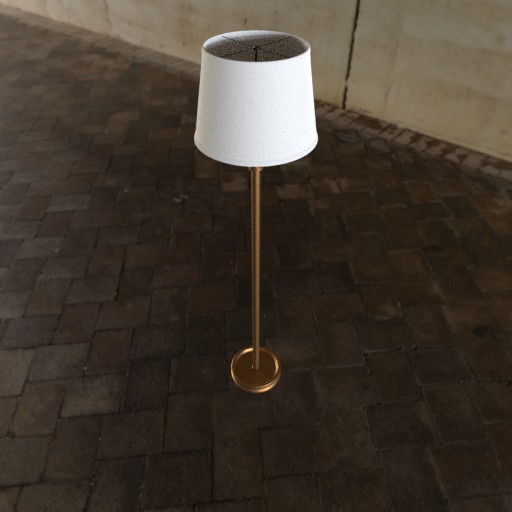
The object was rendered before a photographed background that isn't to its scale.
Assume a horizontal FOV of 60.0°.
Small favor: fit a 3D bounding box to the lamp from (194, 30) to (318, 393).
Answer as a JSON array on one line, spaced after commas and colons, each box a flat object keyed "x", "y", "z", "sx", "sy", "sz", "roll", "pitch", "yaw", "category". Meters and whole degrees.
[{"x": 0.000, "y": 0.000, "z": 0.795, "sx": 0.178, "sy": 0.710, "sz": 0.178, "roll": 0, "pitch": 41, "yaw": 0, "category": "lamp"}]
